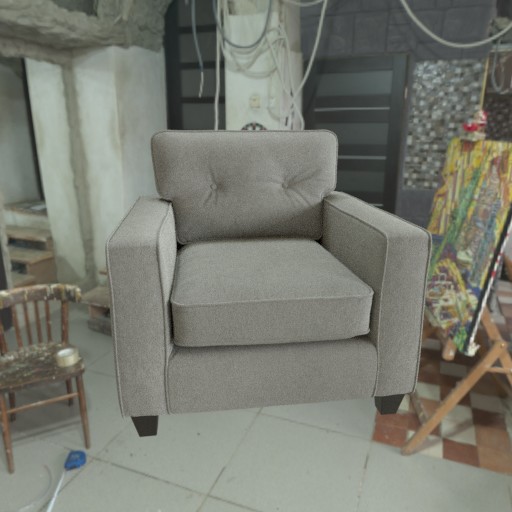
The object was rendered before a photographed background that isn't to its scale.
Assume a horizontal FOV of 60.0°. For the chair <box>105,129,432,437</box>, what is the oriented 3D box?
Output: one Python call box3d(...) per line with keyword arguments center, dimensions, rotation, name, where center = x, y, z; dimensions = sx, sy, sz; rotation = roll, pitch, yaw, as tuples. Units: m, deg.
box3d(center=(0.000, 0.000, 1.772), dimensions=(1.015, 0.965, 0.939), rotation=(-2, 17, -8), name="chair")
